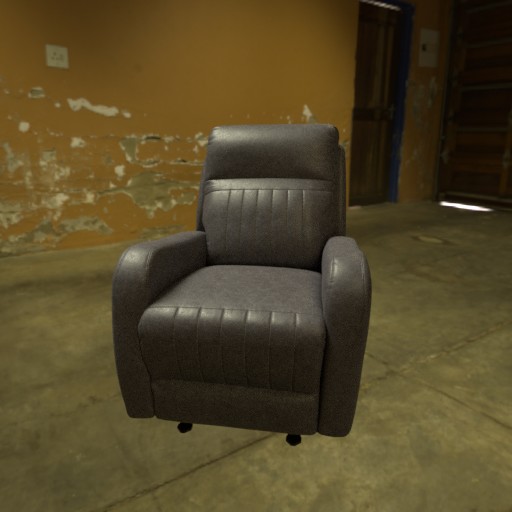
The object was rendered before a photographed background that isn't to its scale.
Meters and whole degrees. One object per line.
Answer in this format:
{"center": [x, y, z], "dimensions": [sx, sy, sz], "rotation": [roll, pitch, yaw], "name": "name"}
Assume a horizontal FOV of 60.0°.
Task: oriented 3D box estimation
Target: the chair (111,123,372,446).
{"center": [0.000, 0.000, 1.820], "dimensions": [0.865, 1.067, 1.067], "rotation": [3, 15, 10], "name": "chair"}
